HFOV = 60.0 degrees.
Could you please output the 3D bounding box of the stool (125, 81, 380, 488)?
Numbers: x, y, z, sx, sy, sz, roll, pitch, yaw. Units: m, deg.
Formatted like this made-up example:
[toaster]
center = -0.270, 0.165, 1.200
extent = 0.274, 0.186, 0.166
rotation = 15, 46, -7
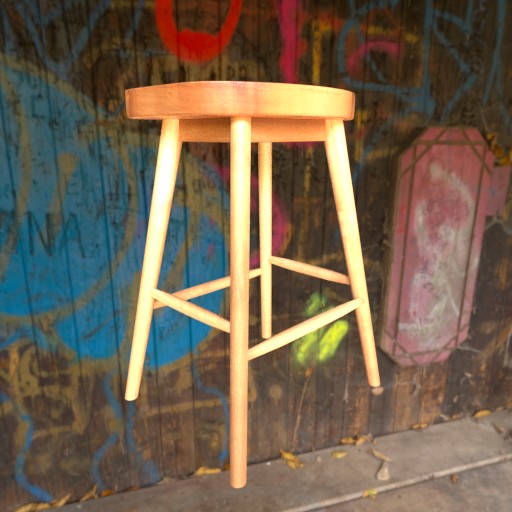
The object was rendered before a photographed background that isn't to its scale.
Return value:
[stool]
center = 0.000, 0.000, 0.885
extent = 0.440, 0.615, 0.361
rotation = -15, 21, -43
